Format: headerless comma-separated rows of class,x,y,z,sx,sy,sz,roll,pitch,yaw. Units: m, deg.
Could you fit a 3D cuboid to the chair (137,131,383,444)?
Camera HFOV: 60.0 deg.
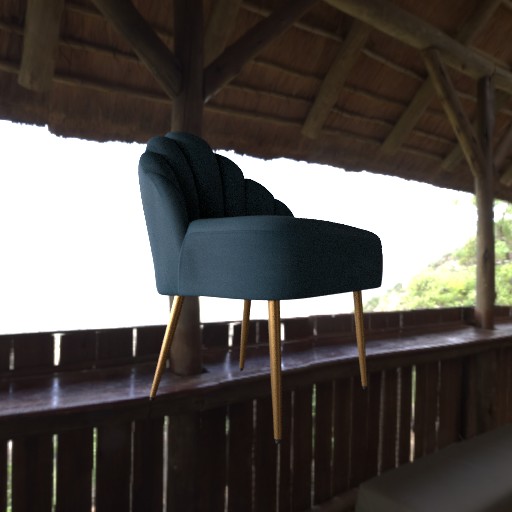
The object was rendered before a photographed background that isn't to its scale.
chair,0.000,0.000,1.305,0.599,0.819,0.657,0,-1,35
